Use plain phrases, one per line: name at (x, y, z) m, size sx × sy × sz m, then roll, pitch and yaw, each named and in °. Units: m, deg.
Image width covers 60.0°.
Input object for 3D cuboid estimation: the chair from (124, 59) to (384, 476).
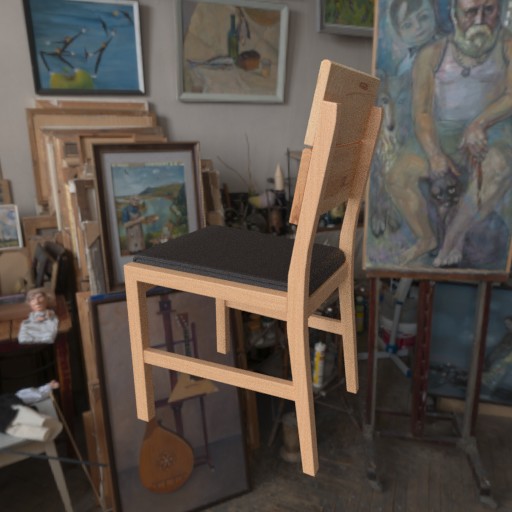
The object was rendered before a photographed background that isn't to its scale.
chair at (0.000, 0.000, 1.253) m, size 0.560 × 0.950 × 0.475 m, roll 9°, pitch 19°, yaw 26°
